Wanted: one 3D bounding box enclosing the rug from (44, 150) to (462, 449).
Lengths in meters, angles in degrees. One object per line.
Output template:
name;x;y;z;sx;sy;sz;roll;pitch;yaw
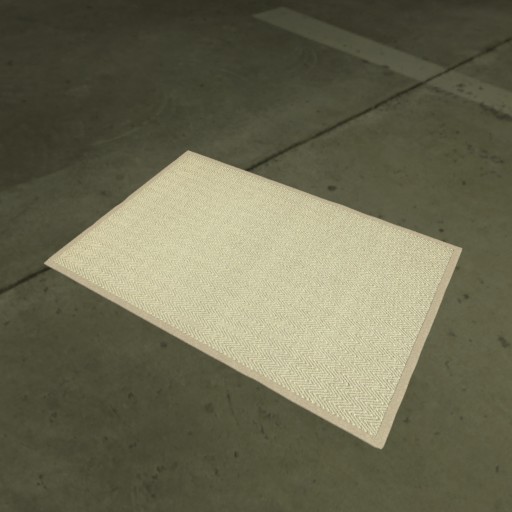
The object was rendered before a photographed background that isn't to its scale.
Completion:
rug;0.000;0.000;2.914;2.290;0.021;1.540;24;50;21
